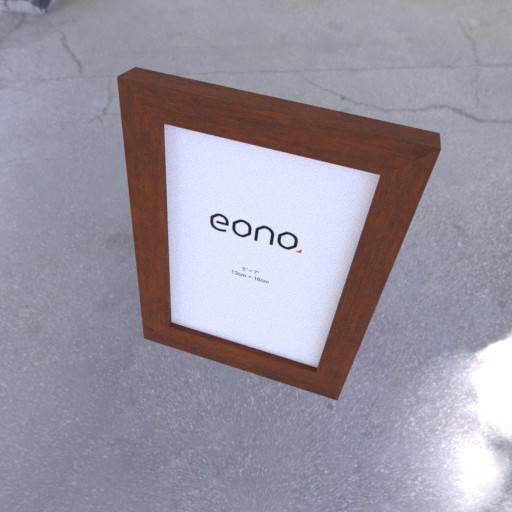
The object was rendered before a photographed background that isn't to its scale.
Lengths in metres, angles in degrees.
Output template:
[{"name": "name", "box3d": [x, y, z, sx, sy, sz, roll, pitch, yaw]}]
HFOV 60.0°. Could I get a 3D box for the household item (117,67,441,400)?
[{"name": "household item", "box3d": [0.000, 0.000, 0.287, 0.160, 0.204, 0.096, 16, 61, 9]}]
